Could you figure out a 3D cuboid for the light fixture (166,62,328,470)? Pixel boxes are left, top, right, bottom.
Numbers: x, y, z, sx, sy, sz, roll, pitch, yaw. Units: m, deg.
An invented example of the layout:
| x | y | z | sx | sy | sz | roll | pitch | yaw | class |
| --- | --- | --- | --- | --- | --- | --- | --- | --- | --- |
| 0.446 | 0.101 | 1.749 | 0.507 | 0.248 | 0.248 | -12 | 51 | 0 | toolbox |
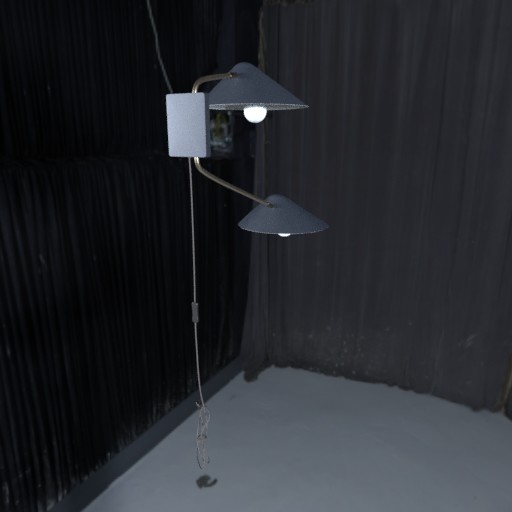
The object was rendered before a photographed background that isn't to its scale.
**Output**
| x | y | z | sx | sy | sz | roll | pitch | yaw | class |
| --- | --- | --- | --- | --- | --- | --- | --- | --- | --- |
| 0.000 | 0.000 | 0.836 | 0.189 | 0.665 | 0.422 | 8 | 17 | 27 | light fixture |
